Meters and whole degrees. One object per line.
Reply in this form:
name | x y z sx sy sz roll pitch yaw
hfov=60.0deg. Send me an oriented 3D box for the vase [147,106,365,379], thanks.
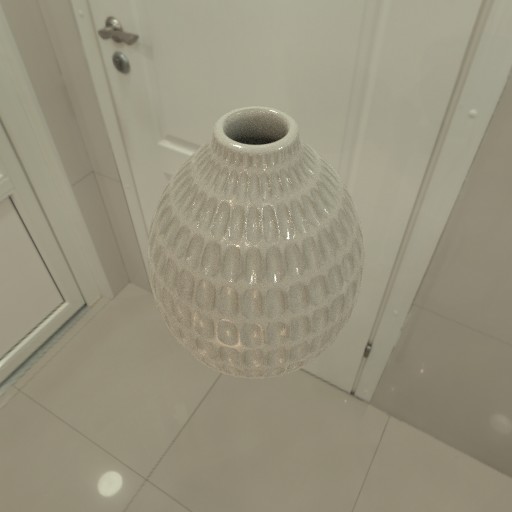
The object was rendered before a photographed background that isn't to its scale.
vase | 0.000 0.000 0.338 0.162 0.223 0.162 0 47 0
